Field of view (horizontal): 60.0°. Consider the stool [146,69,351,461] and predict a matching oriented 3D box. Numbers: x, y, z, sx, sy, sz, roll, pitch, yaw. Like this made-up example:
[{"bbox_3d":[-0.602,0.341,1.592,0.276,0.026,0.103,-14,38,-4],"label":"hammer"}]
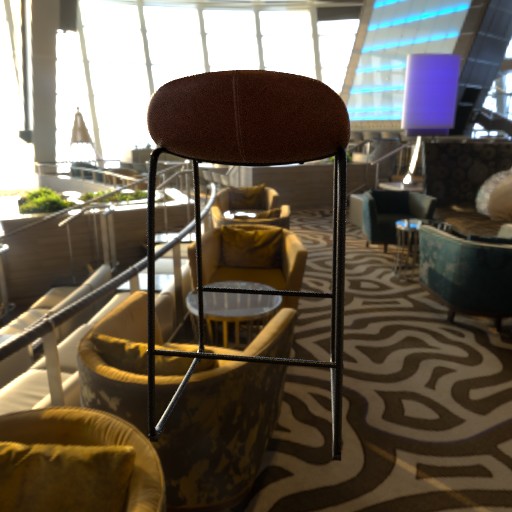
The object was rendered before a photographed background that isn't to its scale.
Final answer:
[{"bbox_3d":[0.000,0.000,1.132,0.454,0.830,0.473,2,16,8],"label":"stool"}]
